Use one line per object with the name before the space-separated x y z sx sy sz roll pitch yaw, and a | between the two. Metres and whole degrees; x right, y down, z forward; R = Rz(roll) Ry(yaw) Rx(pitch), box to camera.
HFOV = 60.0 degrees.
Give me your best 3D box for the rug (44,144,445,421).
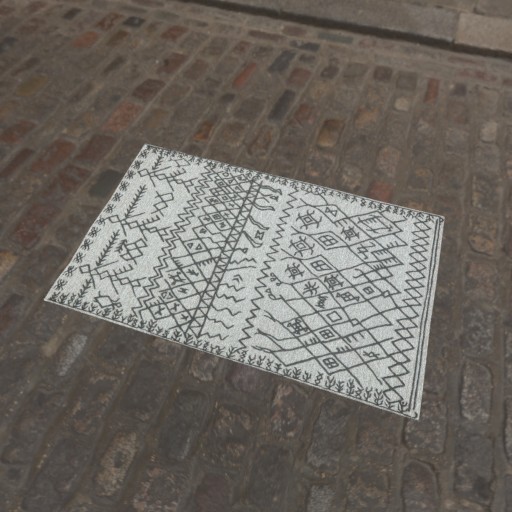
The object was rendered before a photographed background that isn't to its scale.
rug | 0.000 0.000 4.859 3.824 0.019 2.393 16 59 10
